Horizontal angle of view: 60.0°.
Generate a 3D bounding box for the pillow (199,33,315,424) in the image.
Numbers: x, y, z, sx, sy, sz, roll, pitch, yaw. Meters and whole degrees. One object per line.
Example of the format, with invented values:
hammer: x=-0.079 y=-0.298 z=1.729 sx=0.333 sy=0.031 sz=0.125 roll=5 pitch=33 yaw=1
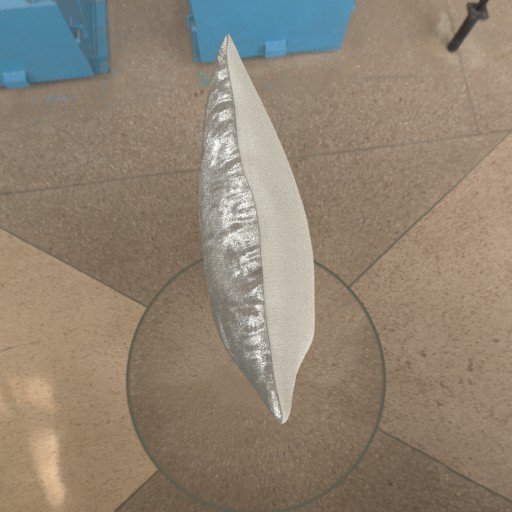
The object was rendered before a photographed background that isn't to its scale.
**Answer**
pillow: x=0.000 y=0.000 z=0.721 sx=0.175 sy=0.464 sz=0.470 roll=-7 pitch=76 yaw=-2
